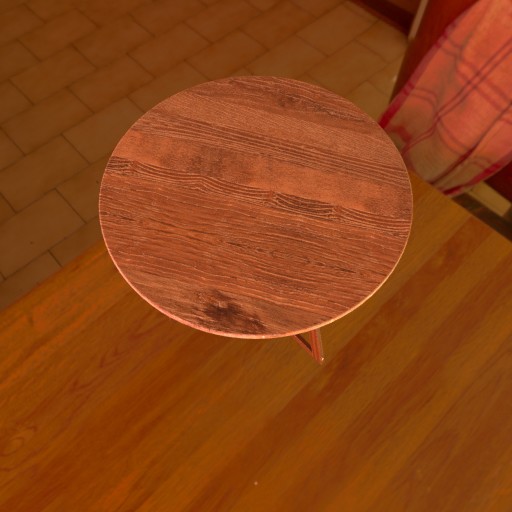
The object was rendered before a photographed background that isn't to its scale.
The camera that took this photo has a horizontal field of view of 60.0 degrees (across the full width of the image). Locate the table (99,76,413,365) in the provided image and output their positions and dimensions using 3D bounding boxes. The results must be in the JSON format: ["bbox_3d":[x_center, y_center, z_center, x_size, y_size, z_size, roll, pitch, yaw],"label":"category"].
[{"bbox_3d":[0.000,0.000,0.934,0.500,0.500,0.500,0,63,0],"label":"table"}]
